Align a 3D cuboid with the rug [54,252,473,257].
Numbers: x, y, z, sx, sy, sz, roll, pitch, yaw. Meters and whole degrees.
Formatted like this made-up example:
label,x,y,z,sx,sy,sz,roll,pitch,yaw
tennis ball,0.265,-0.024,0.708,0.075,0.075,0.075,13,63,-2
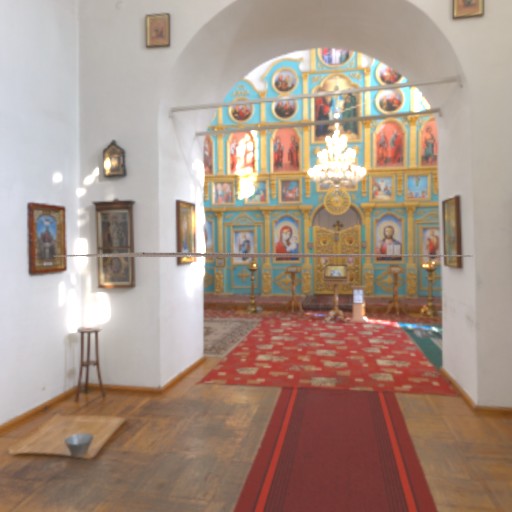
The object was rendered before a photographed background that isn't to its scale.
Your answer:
label,x,y,z,sx,sy,sz,roll,pitch,yaw
rug,0.000,0.000,4.136,3.072,0.011,2.451,0,-1,-34
